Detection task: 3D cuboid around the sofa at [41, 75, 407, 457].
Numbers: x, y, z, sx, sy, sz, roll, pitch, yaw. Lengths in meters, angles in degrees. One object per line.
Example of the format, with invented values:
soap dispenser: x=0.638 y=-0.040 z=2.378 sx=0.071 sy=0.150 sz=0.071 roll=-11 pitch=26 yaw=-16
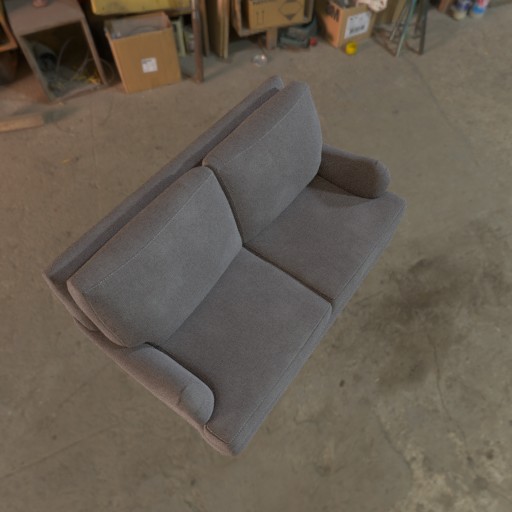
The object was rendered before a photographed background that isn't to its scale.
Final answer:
sofa: x=0.000 y=0.000 z=2.535 sx=1.084 sy=1.101 sz=1.853 roll=32 pitch=62 yaw=19
